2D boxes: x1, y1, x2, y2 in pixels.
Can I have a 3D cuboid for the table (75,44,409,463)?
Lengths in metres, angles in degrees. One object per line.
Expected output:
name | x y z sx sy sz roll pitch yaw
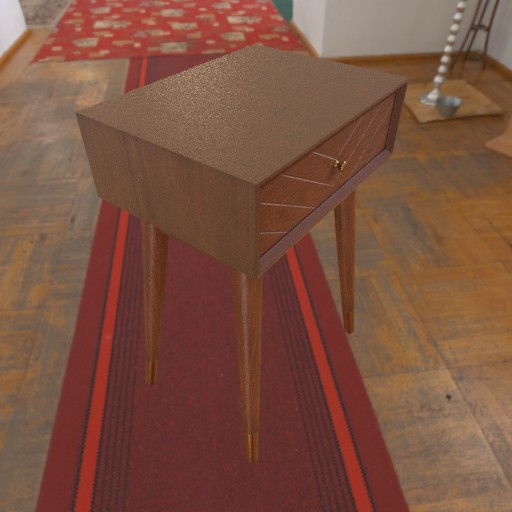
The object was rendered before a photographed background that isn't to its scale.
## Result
table | 0.000 0.000 0.816 0.300 0.599 0.406 26 47 27
